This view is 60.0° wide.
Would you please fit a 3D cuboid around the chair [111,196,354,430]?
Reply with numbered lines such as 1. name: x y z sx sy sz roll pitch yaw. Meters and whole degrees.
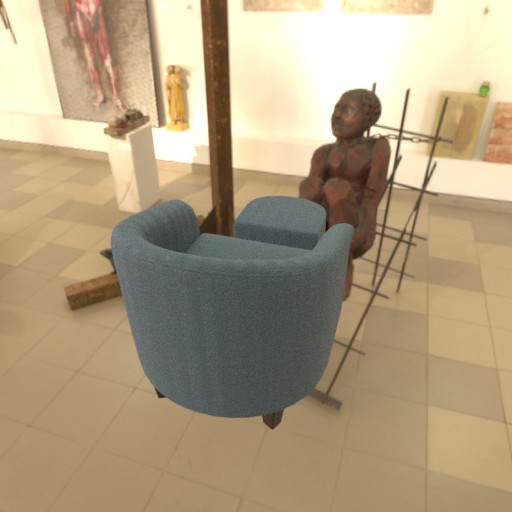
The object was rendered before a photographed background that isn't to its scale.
1. chair: 0.000 0.000 1.832 0.756 0.757 1.288 10 34 15
